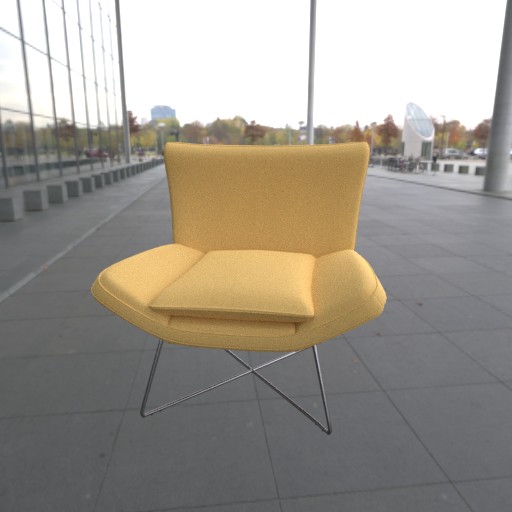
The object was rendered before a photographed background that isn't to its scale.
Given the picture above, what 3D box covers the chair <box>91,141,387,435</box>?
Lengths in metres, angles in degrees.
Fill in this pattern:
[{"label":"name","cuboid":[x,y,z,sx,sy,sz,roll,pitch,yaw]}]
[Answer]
[{"label":"chair","cuboid":[0.000,0.000,1.700,0.859,0.855,1.008,2,14,8]}]
